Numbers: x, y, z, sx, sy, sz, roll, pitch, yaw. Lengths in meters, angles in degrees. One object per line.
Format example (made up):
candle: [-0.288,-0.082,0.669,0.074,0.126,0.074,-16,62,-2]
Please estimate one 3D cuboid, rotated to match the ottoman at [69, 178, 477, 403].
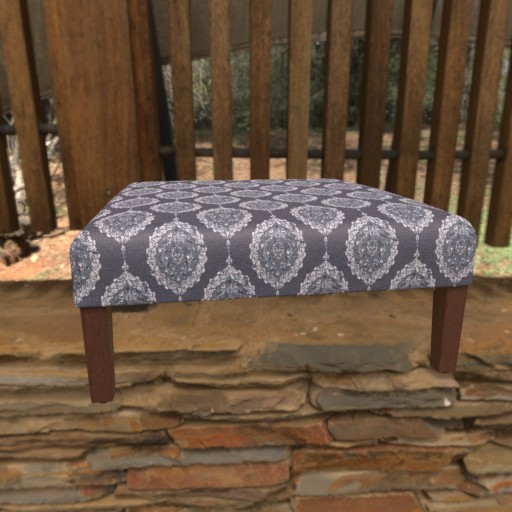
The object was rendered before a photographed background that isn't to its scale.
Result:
ottoman: [0.000,0.000,1.391,0.889,0.409,0.890,-2,16,-9]
